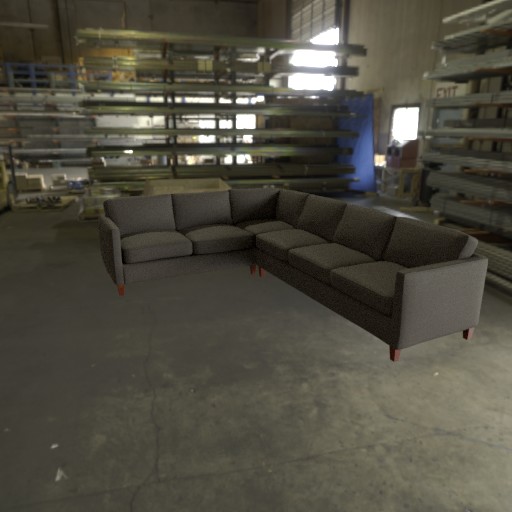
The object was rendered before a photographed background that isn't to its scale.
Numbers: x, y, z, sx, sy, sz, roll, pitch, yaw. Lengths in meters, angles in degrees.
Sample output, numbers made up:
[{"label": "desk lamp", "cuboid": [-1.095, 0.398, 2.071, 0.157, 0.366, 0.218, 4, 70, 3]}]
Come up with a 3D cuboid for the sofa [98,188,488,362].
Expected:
[{"label": "sofa", "cuboid": [0.000, 0.000, 4.431, 2.593, 0.947, 3.302, -8, 18, -25]}]
